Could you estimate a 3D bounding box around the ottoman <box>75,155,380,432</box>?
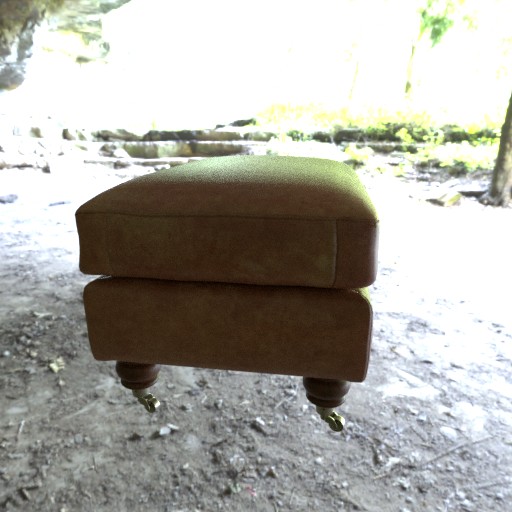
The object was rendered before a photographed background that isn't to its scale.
[{"bbox_3d":[0.000,0.000,1.185,0.565,0.507,0.852,3,17,9],"label":"ottoman"}]
